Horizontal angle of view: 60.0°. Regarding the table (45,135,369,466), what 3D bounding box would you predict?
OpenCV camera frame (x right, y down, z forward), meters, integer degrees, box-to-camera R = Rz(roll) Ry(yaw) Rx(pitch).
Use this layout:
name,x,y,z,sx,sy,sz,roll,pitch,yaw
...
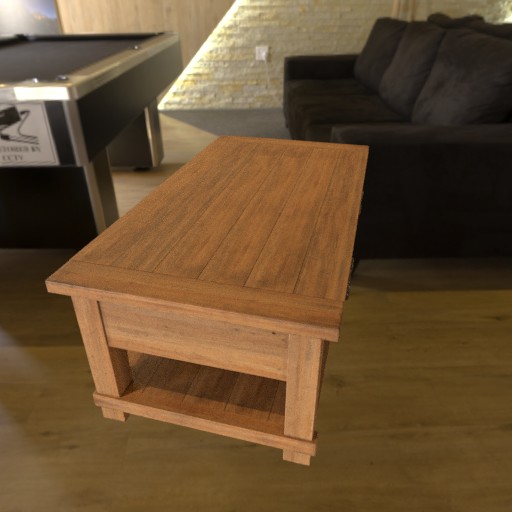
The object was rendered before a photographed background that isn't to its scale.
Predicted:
name,x,y,z,sx,sy,sz,roll,pitch,yaw
table,0.000,0.000,1.603,0.693,0.494,1.270,8,32,13
